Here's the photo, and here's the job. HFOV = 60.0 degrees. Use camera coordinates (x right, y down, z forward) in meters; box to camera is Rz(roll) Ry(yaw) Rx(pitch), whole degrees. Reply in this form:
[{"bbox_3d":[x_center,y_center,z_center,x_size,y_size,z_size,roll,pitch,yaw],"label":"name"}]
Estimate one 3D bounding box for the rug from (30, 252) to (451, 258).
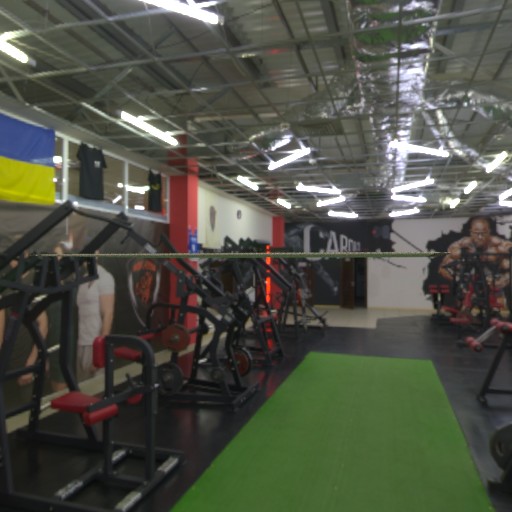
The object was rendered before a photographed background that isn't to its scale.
[{"bbox_3d":[0.000,0.000,2.344,1.802,0.008,1.247,0,-1,19],"label":"rug"}]
